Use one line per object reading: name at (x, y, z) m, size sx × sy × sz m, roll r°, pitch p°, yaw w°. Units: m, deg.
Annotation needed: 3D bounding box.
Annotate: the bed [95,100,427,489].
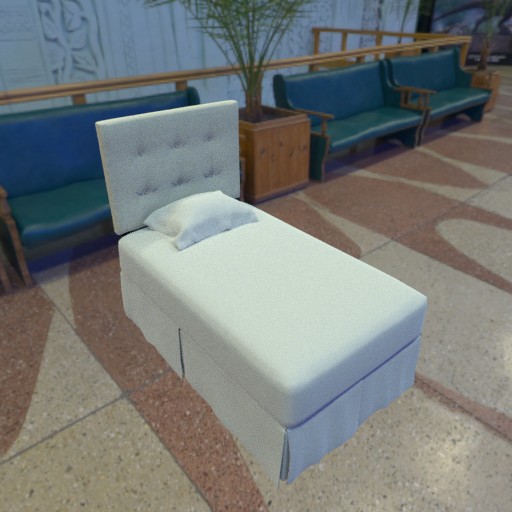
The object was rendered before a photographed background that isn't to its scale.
bed at (0.000, 0.000, 2.949) m, size 1.261 × 1.571 × 1.997 m, roll -23°, pitch 37°, yaw -33°
